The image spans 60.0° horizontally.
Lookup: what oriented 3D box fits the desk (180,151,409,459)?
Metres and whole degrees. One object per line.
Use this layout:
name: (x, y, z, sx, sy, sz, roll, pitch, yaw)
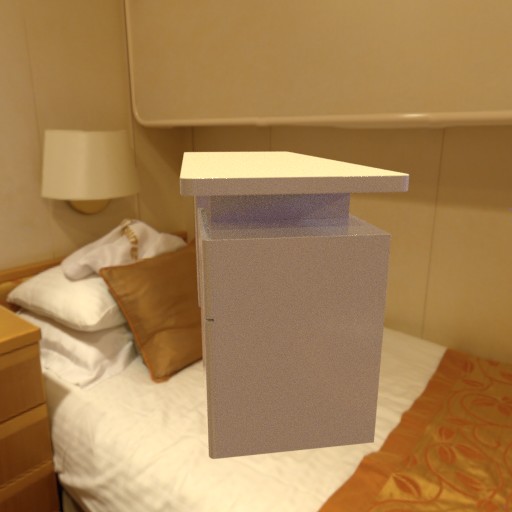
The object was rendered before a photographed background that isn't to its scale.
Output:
desk: (0.000, 0.000, 1.785, 0.550, 0.762, 1.400, -2, 16, -8)
